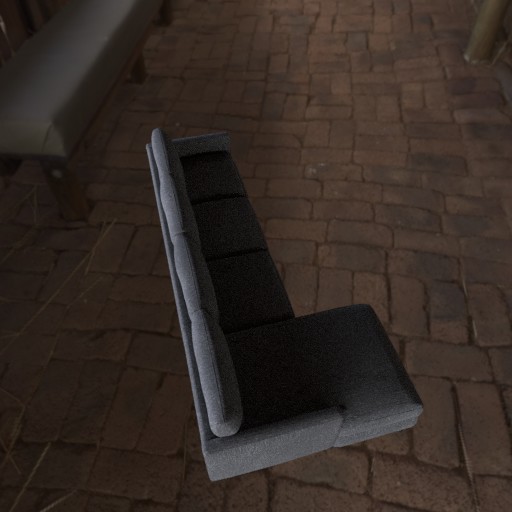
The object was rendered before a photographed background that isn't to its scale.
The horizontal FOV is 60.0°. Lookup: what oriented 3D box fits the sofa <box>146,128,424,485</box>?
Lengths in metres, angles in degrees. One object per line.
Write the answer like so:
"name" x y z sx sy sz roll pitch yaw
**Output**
"sofa" 0.000 0.000 3.471 1.350 0.810 2.932 -12 50 -10
